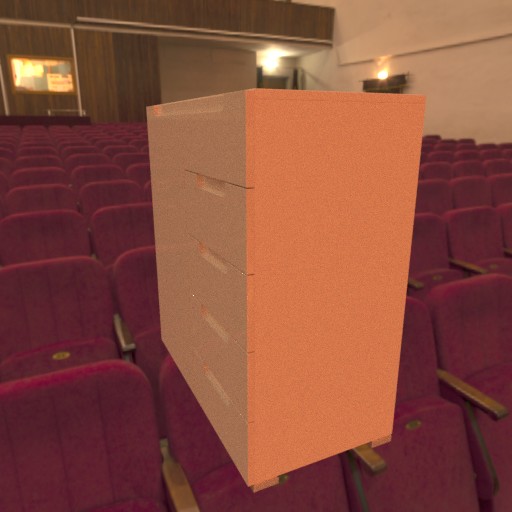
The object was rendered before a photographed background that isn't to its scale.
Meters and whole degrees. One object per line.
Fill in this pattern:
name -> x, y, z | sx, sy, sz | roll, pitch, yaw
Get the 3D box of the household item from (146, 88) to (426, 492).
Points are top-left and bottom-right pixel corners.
household item -> 0.000, 0.000, 1.321 | 0.420, 0.870, 0.800 | -8, 18, -24
